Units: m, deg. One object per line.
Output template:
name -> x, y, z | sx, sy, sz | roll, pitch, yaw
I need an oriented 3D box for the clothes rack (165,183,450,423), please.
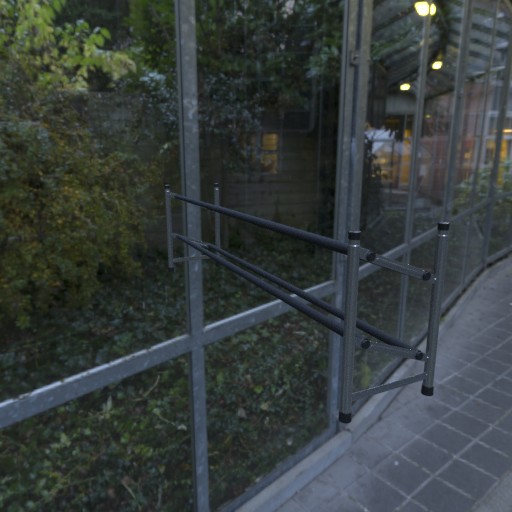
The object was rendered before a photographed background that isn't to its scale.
clothes rack -> 0.000, 0.000, 1.309 | 0.229, 0.349, 1.168 | -6, 15, -26
